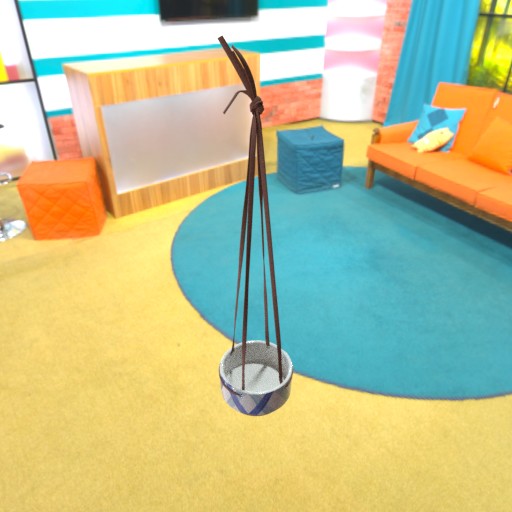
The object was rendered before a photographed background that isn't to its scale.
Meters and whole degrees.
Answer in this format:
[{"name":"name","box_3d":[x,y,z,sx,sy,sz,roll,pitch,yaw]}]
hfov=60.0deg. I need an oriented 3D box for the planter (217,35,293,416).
[{"name":"planter","box_3d":[0.000,0.000,0.833,0.166,0.751,0.166,9,33,14]}]
